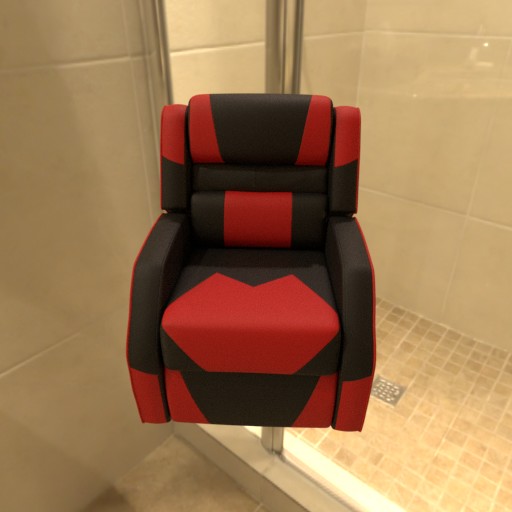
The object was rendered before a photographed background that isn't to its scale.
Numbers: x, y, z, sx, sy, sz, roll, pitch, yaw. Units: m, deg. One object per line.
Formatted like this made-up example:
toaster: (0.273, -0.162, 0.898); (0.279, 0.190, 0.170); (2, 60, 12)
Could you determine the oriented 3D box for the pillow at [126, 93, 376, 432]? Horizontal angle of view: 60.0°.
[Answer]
pillow: (0.000, 0.000, 1.300); (0.620, 0.805, 0.672); (1, 30, 2)
